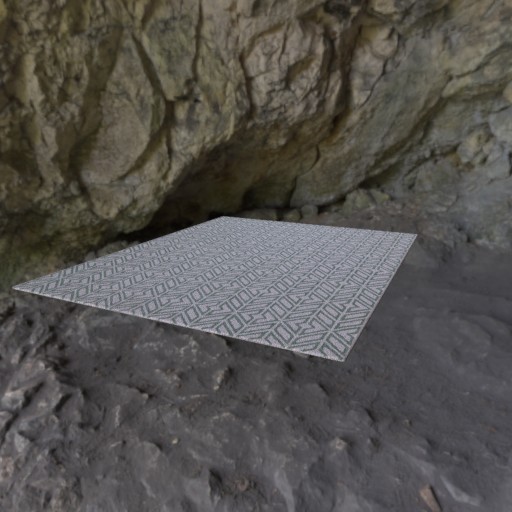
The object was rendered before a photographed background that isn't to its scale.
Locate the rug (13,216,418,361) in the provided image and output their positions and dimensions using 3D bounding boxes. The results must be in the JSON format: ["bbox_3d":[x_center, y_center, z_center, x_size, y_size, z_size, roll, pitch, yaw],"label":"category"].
[{"bbox_3d":[0.000,0.000,4.002,2.441,0.017,3.050,7,17,25],"label":"rug"}]
